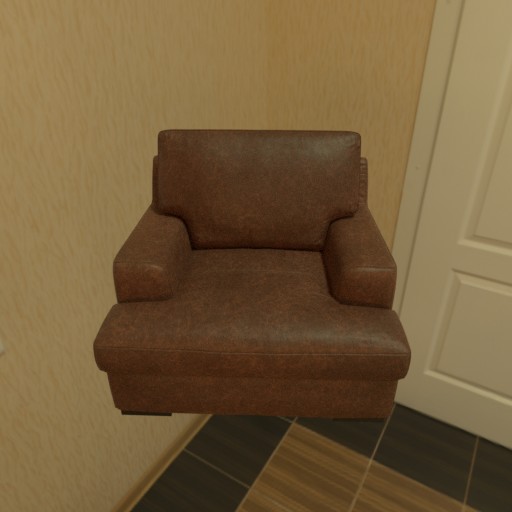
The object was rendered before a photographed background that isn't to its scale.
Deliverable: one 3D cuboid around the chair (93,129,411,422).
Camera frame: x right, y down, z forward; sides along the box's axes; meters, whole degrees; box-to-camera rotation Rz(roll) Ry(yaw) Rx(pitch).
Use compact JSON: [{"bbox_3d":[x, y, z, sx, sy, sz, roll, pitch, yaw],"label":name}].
[{"bbox_3d":[0.000,0.000,1.997,1.168,0.939,1.143,1,30,2],"label":"chair"}]
